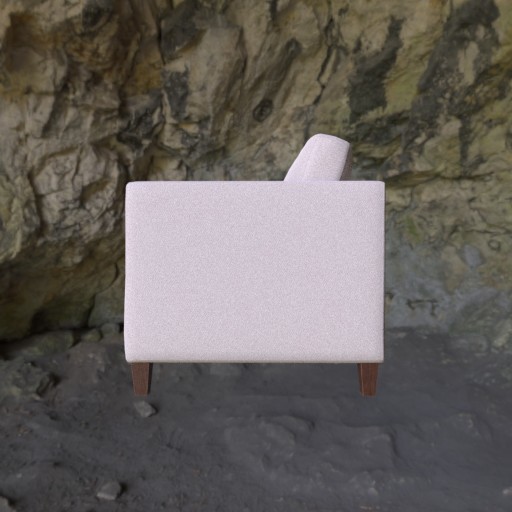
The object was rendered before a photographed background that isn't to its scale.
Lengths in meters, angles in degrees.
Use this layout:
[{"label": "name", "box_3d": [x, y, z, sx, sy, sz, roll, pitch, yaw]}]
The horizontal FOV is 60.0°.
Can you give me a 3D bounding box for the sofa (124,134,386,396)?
[{"label": "sofa", "box_3d": [0.000, 0.000, 2.263, 0.873, 0.888, 1.722, 0, 1, 1]}]
